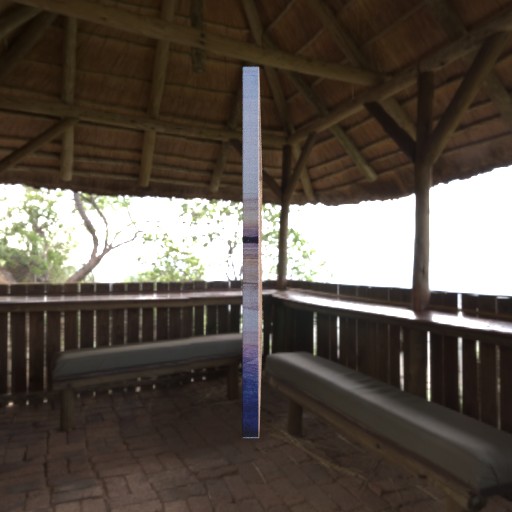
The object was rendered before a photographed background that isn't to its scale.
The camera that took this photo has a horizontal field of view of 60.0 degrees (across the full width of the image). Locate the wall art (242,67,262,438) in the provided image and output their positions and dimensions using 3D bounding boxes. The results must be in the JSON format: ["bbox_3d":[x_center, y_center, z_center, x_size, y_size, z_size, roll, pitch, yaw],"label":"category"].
[{"bbox_3d":[0.000,0.000,1.470,0.034,0.756,1.137,0,-1,1],"label":"wall art"}]
